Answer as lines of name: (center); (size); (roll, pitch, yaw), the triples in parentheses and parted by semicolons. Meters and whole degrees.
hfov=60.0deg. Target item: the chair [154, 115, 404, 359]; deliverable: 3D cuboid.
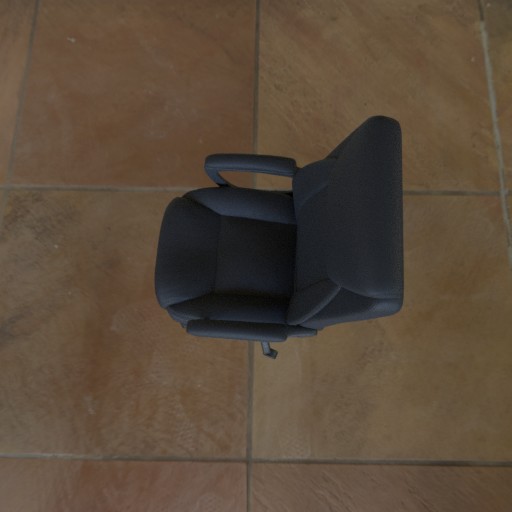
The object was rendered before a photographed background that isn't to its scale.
chair: (0.000, 0.000, 1.452); (0.655, 1.072, 0.615); (4, 75, 1)
